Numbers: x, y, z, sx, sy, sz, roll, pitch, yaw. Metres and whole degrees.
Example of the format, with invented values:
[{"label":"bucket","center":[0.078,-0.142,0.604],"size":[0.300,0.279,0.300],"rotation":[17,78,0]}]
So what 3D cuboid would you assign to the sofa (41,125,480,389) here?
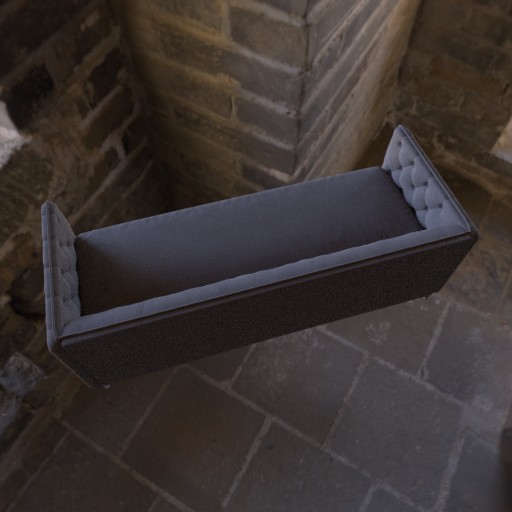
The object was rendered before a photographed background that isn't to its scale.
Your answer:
[{"label":"sofa","center":[0.000,0.000,2.637],"size":[2.209,0.771,0.895],"rotation":[-14,59,-9]}]
